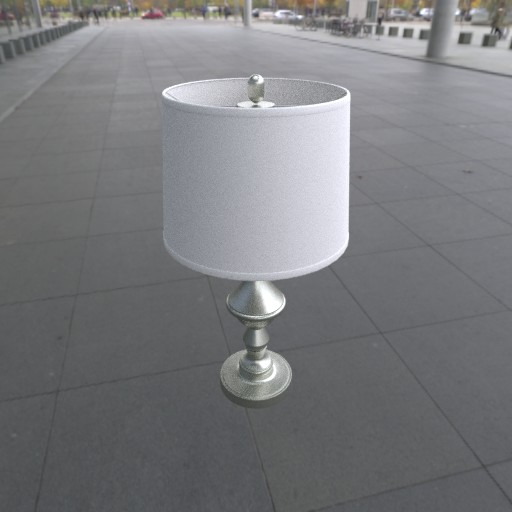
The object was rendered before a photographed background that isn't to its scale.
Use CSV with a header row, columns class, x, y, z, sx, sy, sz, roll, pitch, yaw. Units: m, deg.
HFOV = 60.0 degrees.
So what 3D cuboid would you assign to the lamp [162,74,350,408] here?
class,x,y,z,sx,sy,sz,roll,pitch,yaw
lamp,0.000,0.000,0.960,0.383,0.733,0.383,0,29,0
